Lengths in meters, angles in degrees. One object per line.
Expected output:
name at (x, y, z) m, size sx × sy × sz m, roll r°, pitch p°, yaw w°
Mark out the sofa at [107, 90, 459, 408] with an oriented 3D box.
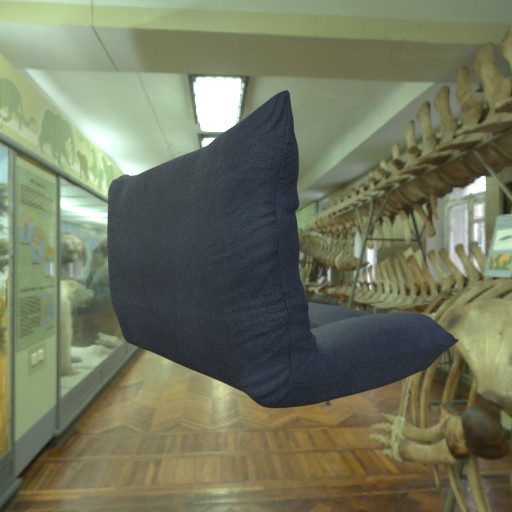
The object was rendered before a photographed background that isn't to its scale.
sofa at (0.000, 0.000, 1.671) m, size 0.849 × 0.778 × 1.122 m, roll 0°, pitch -1°, yaw -36°
